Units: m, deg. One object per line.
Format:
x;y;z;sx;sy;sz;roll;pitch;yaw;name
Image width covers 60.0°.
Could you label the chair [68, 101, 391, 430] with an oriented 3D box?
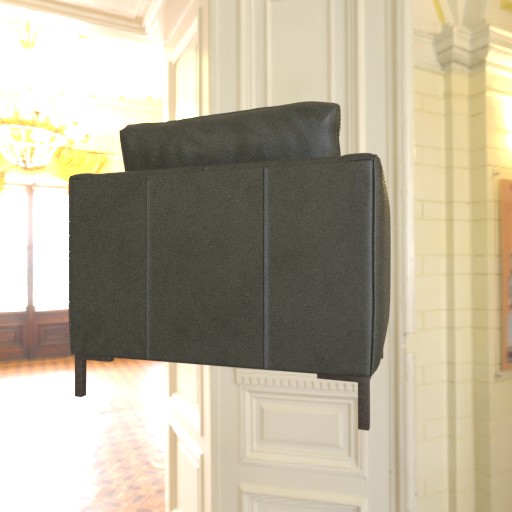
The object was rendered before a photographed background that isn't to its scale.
0.000;0.000;1.489;0.967;0.824;0.861;0;-1;18;chair
